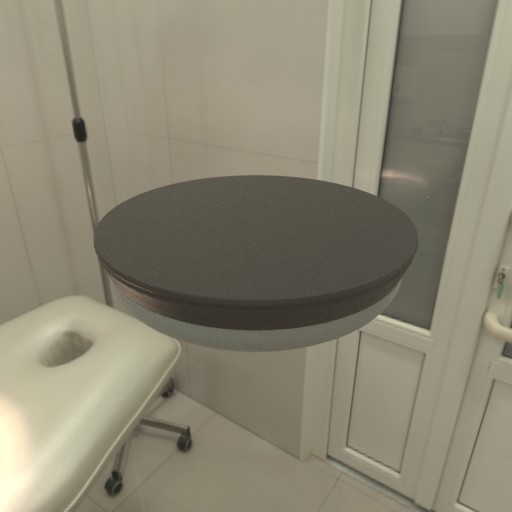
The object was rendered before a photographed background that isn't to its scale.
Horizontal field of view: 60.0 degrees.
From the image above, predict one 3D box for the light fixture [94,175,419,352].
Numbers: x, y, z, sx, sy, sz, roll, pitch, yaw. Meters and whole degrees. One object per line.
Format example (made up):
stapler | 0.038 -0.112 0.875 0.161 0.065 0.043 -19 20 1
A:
light fixture | 0.000 0.000 0.548 0.368 0.100 0.368 0 26 0
